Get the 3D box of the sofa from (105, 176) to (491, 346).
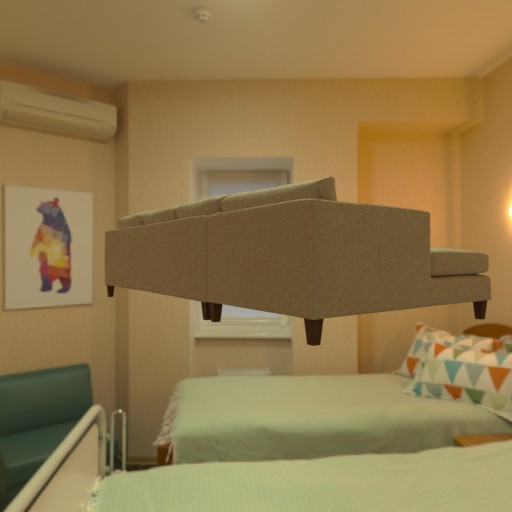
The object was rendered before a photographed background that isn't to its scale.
[{"bbox_3d":[0.000,0.000,3.789,1.625,0.846,3.186,0,0,-35],"label":"sofa"}]
